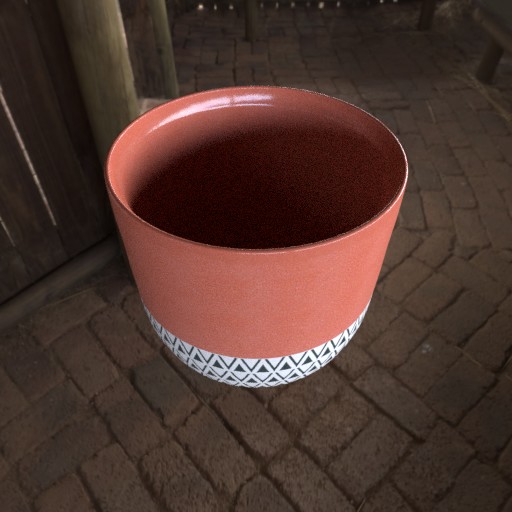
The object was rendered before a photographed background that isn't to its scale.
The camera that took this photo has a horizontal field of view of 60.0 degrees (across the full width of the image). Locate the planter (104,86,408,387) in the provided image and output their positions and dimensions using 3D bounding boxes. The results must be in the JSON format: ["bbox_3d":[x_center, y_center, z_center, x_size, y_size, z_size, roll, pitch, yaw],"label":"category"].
[{"bbox_3d":[0.000,0.000,0.492,0.266,0.270,0.266,0,45,0],"label":"planter"}]
